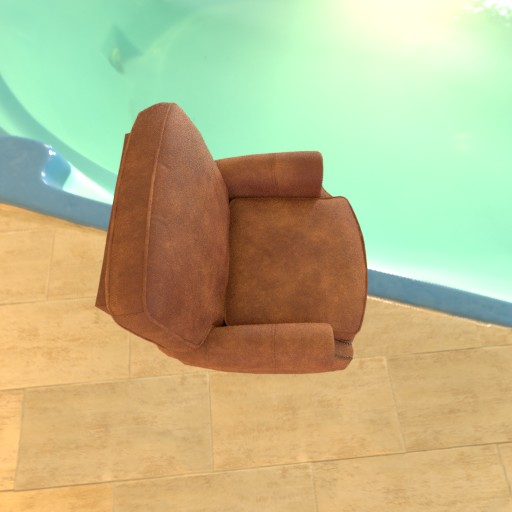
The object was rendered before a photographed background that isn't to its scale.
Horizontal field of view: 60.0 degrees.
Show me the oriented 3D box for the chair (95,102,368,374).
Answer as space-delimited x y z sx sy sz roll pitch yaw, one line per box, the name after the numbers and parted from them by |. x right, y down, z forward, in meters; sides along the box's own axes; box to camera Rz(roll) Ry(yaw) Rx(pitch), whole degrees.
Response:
0.000 0.000 1.810 0.986 1.018 0.936 1 65 0 | chair
